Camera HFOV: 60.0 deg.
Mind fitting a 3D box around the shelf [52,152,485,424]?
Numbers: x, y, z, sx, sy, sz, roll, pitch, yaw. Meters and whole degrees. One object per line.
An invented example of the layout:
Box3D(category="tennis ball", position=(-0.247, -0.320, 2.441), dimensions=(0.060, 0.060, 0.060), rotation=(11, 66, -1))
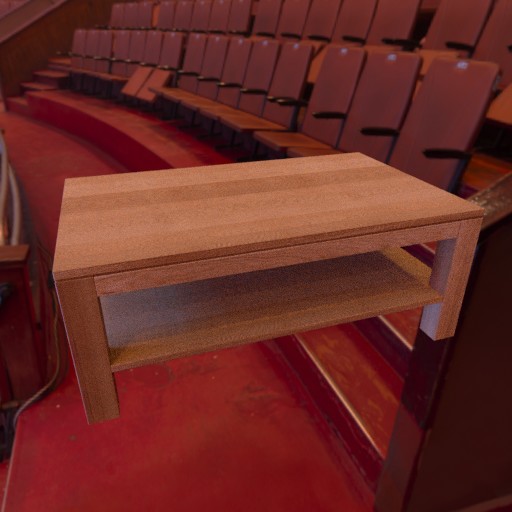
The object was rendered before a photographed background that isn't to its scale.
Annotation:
Box3D(category="shelf", position=(0.000, 0.000, 1.500), dimensions=(1.150, 0.450, 0.700), rotation=(-9, 28, -17))
